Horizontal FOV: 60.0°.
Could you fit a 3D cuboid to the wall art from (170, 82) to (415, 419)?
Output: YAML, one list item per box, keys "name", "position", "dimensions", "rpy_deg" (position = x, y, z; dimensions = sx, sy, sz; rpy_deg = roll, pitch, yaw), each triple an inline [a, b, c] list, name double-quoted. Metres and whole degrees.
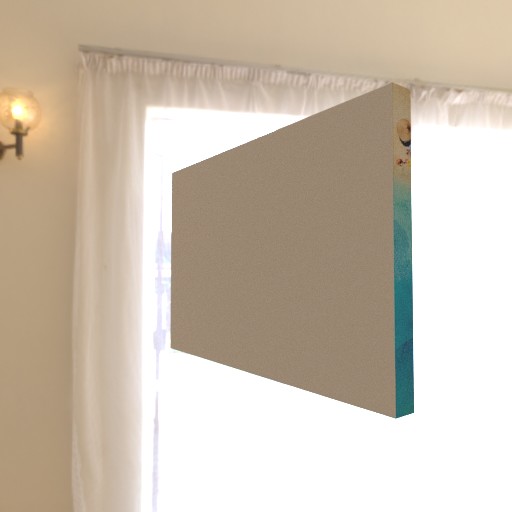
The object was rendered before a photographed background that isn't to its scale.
- name: "wall art"
  position: [0.000, 0.000, 1.156]
  dimensions: [0.057, 0.595, 0.894]
  rpy_deg: [2, -3, -36]
